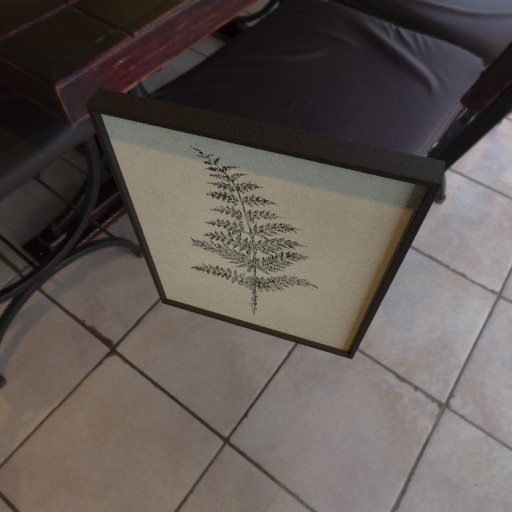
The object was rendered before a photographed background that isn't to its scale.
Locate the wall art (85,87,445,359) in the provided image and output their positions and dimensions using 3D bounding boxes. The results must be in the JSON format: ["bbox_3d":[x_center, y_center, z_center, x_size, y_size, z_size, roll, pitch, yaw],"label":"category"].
[{"bbox_3d":[0.000,0.000,0.773,0.449,0.555,0.039,15,58,10],"label":"wall art"}]
